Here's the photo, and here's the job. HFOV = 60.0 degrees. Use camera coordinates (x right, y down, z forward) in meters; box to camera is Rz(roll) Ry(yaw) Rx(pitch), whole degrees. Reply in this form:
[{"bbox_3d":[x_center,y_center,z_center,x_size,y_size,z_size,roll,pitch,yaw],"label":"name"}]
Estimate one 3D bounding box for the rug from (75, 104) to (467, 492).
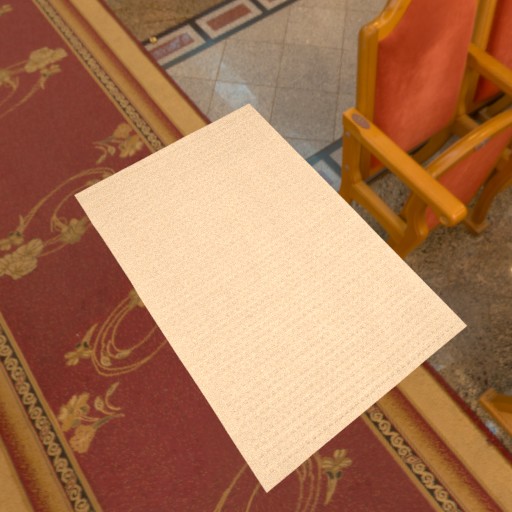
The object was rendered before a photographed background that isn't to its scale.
[{"bbox_3d":[0.000,0.000,2.914,1.523,0.006,2.289,-33,67,-16],"label":"rug"}]
